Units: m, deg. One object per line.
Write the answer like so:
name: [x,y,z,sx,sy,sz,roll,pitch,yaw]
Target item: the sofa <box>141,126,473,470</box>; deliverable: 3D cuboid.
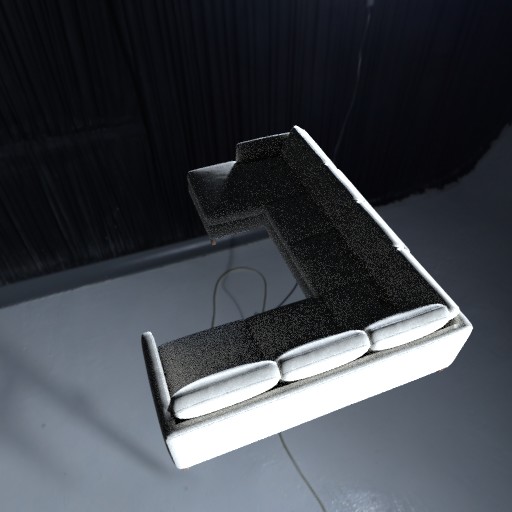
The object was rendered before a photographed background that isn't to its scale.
sofa: [0.000,0.000,4.444,2.551,0.853,3.238,-15,48,-14]
